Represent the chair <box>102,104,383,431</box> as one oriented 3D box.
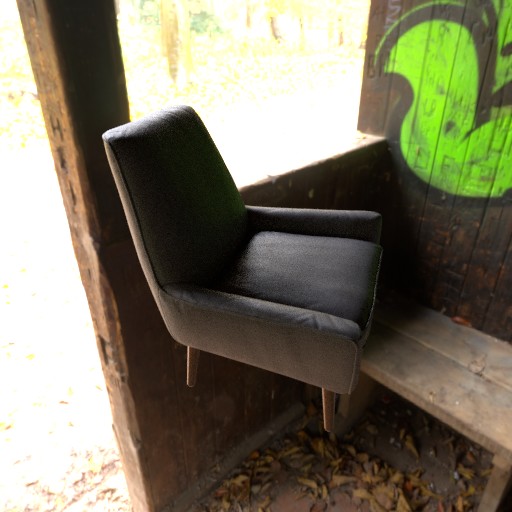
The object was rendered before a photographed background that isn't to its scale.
[{"bbox_3d":[0.000,0.000,1.512,0.822,0.888,0.787,9,31,15],"label":"chair"}]
